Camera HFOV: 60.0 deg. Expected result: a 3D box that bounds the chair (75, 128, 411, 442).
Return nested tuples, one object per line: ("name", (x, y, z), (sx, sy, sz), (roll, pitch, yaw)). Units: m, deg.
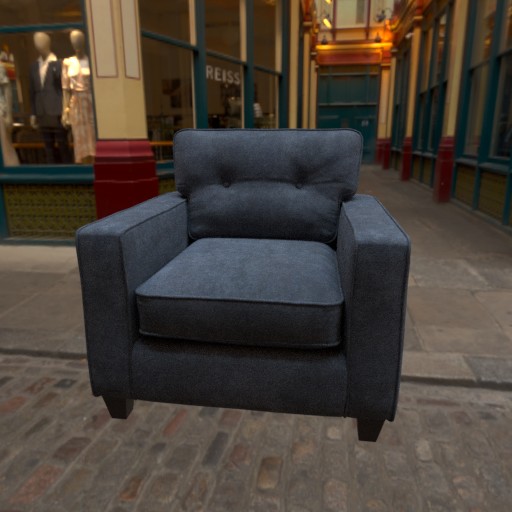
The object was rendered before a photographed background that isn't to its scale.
("chair", (0.000, 0.000, 1.736), (1.015, 0.965, 0.939), (2, 16, 8))
